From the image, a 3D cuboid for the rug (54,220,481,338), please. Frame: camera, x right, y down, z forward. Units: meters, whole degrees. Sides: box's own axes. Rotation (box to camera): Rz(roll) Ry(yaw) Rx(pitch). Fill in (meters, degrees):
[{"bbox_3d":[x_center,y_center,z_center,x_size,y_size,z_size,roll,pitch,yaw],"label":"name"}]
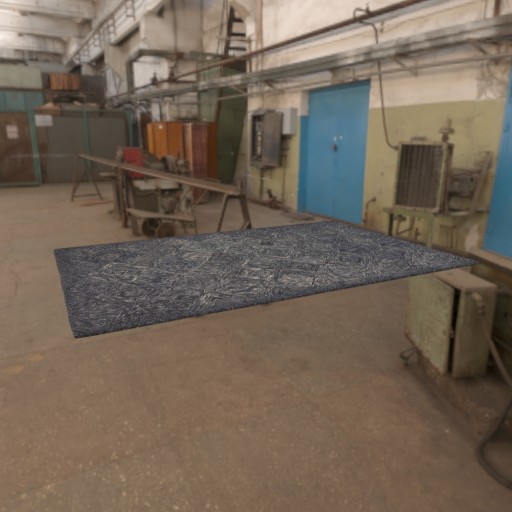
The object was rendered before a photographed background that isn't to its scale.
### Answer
[{"bbox_3d":[0.000,0.000,2.154,1.754,0.010,1.139,-8,17,-25],"label":"rug"}]
